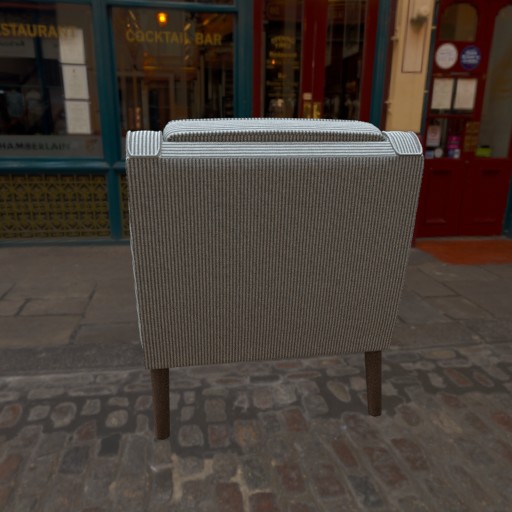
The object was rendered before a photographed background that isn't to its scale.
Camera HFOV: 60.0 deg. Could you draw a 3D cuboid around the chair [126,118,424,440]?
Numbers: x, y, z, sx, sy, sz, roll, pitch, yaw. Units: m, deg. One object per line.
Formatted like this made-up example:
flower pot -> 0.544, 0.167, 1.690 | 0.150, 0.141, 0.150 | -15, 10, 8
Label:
chair -> 0.000, 0.000, 1.364 | 0.663, 0.792, 0.743 | -3, 15, -9
